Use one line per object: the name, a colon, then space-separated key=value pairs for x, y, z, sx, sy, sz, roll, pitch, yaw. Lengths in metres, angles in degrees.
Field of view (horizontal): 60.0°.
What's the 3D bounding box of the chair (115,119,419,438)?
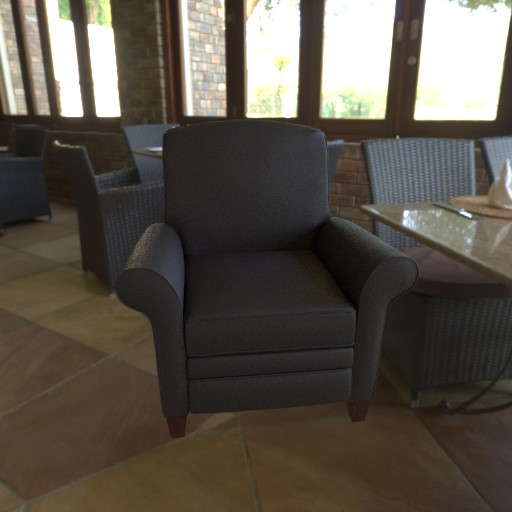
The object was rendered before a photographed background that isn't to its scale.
chair: x=0.000 y=0.000 z=1.831 sx=0.978 sy=1.061 sz=0.902 roll=-2 pitch=18 yaw=-7
